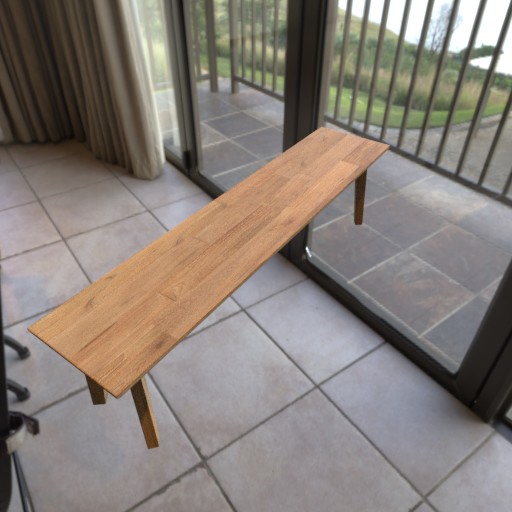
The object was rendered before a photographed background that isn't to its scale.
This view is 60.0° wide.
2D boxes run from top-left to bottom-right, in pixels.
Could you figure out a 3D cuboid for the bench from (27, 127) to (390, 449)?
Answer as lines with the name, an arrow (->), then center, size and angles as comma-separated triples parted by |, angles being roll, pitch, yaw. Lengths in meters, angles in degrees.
bench -> 0.000, 0.000, 1.836 | 0.378, 0.431, 1.698 | 25, 46, 27
